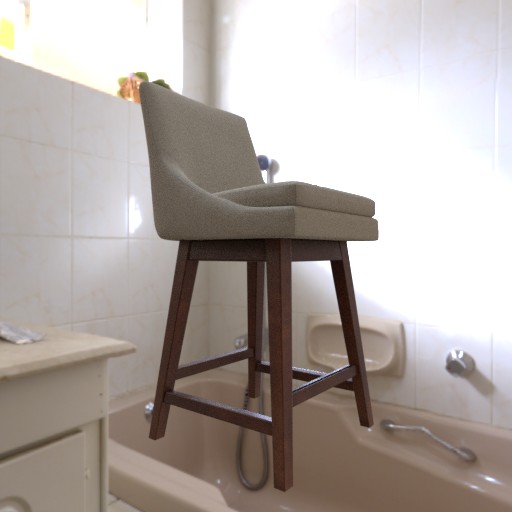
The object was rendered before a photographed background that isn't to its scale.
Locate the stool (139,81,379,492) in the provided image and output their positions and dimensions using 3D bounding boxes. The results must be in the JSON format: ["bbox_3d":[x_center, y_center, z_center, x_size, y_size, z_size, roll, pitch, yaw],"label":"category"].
[{"bbox_3d":[0.000,0.000,1.270,0.559,0.991,0.469,0,0,38],"label":"stool"}]
